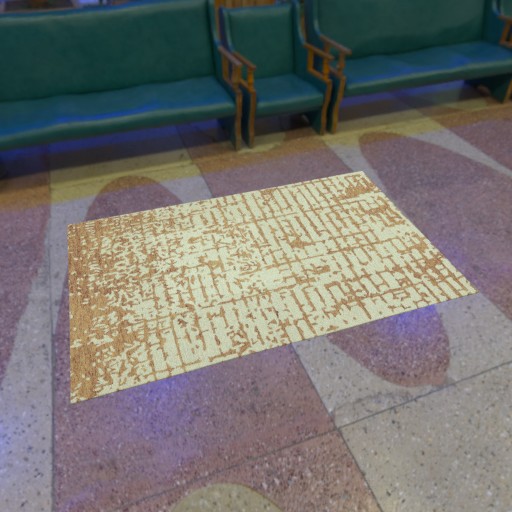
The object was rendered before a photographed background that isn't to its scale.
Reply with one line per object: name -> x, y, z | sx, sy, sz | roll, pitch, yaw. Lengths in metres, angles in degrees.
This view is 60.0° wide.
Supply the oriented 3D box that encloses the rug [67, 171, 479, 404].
rug -> 0.000, 0.000, 3.017 | 2.435, 0.011, 1.517 | -12, 43, -13
